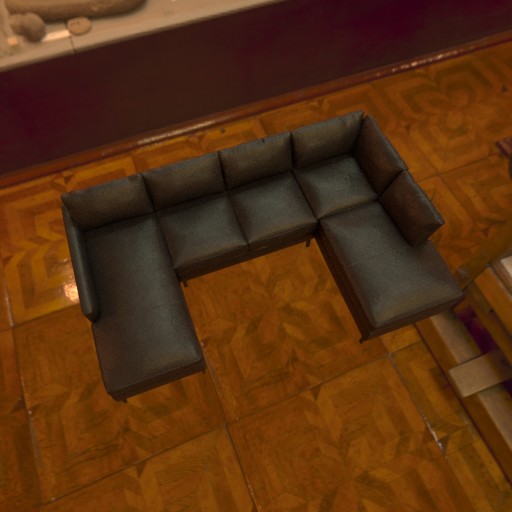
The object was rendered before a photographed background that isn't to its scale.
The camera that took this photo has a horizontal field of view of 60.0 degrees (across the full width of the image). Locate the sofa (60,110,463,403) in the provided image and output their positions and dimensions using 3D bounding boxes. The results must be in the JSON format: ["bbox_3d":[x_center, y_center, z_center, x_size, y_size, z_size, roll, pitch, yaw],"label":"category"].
[{"bbox_3d":[0.000,0.000,3.859,2.956,0.900,1.939,-18,64,-9],"label":"sofa"}]
